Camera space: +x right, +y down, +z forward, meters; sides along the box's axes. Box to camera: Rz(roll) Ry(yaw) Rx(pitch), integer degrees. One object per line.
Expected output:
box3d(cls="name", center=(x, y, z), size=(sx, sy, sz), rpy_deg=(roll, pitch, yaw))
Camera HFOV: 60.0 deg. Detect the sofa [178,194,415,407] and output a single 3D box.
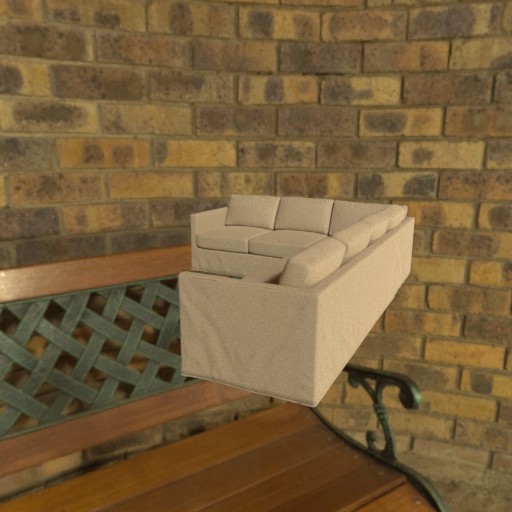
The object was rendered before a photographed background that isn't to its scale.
box3d(cls="sofa", center=(0.000, 0.000, 4.277), size=(2.432, 0.871, 3.182), rpy_deg=(7, 15, 27))
